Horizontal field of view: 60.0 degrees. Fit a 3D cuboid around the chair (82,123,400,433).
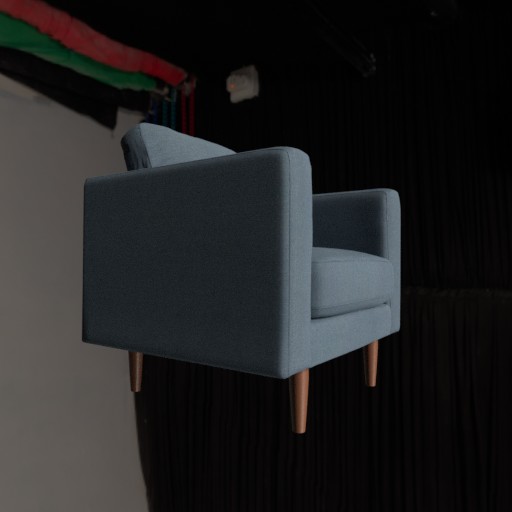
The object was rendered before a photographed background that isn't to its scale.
[{"bbox_3d":[0.000,0.000,1.556,0.820,0.922,0.855,-1,-1,35],"label":"chair"}]
